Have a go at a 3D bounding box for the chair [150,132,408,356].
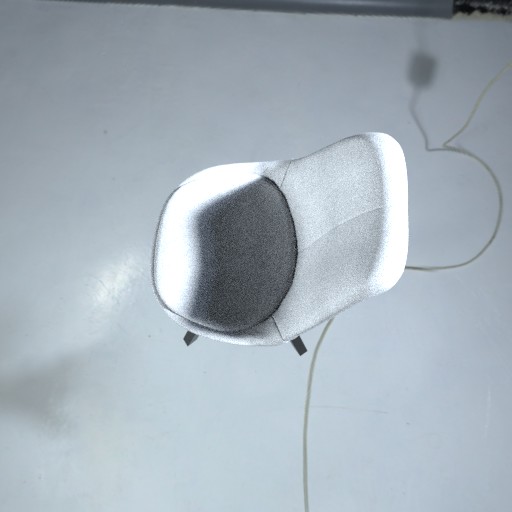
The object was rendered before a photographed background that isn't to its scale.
[{"bbox_3d":[0.000,0.000,1.194,0.550,0.850,0.485,4,75,1],"label":"chair"}]
